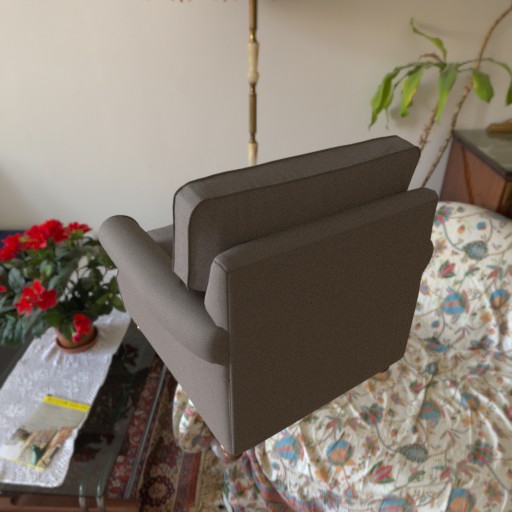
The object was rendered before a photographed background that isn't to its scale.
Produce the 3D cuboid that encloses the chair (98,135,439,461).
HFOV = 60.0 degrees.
[{"bbox_3d":[0.000,0.000,1.741,1.029,0.967,0.966,-19,35,-29],"label":"chair"}]
